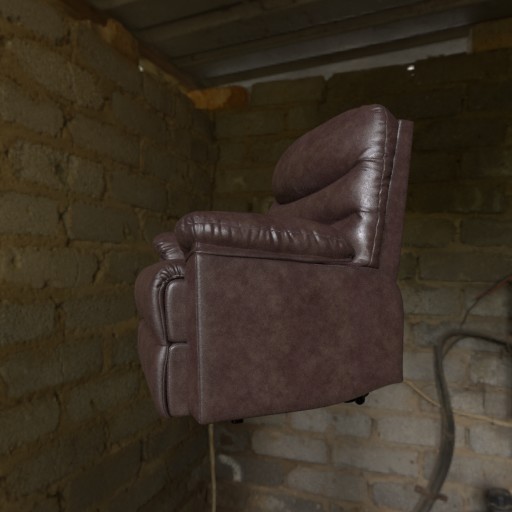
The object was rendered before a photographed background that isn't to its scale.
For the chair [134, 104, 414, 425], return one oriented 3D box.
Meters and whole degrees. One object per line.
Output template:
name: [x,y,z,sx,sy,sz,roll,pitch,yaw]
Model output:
chair: [0.000,0.000,1.720,0.879,1.041,0.940,1,-2,-18]
